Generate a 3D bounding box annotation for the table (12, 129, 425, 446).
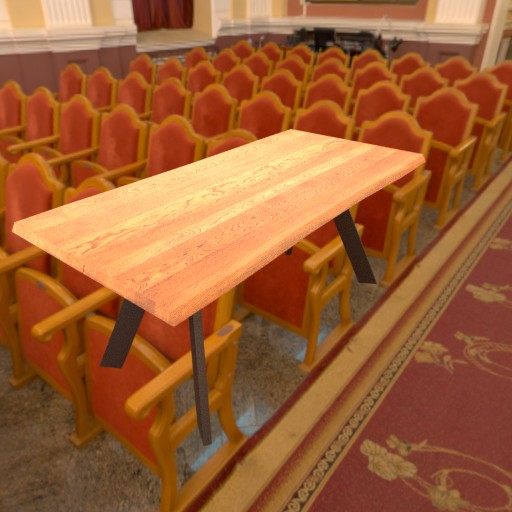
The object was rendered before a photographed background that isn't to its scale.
[{"bbox_3d":[0.000,0.000,2.193,0.900,0.770,1.800,22,36,33],"label":"table"}]
